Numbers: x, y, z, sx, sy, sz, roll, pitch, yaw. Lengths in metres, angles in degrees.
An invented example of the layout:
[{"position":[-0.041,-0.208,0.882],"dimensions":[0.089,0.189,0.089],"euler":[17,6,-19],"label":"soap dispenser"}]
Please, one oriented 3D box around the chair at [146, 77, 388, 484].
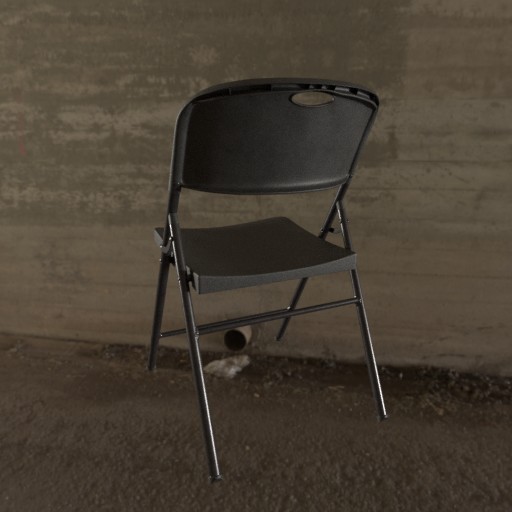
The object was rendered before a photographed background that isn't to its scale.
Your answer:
[{"position":[0.000,0.000,1.161],"dimensions":[0.494,0.810,0.566],"euler":[-7,17,-26],"label":"chair"}]
